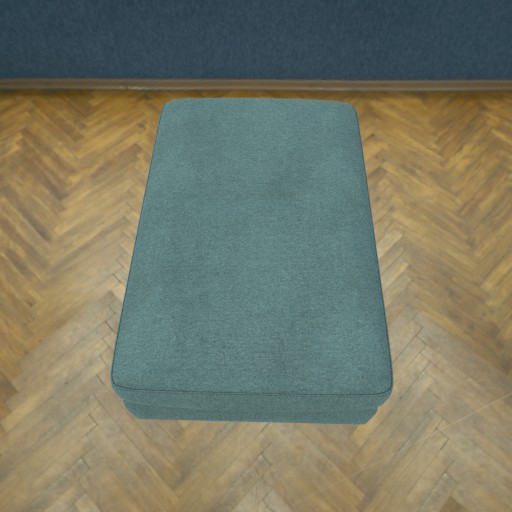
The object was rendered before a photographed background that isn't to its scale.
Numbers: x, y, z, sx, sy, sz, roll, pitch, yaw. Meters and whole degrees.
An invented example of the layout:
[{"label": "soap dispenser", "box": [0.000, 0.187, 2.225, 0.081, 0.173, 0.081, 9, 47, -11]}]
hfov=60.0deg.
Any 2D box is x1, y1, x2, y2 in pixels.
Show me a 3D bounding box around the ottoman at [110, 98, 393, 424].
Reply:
[{"label": "ottoman", "box": [0.000, 0.000, 1.227, 0.584, 0.483, 0.864, 1, 59, 1]}]
